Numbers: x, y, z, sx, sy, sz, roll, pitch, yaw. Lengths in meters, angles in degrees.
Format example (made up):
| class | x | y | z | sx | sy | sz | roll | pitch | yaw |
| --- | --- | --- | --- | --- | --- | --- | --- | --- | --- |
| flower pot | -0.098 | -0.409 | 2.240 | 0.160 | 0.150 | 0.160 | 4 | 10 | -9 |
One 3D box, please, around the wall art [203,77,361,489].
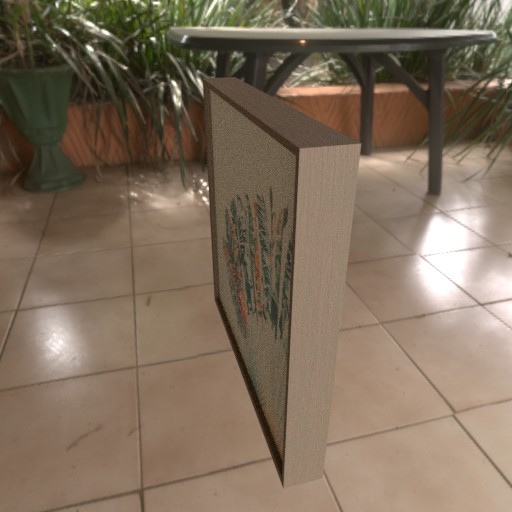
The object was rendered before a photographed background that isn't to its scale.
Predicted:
| class | x | y | z | sx | sy | sz | roll | pitch | yaw |
| --- | --- | --- | --- | --- | --- | --- | --- | --- | --- |
| wall art | 0.000 | 0.000 | 0.451 | 0.038 | 0.303 | 0.304 | -8 | 30 | -14 |
